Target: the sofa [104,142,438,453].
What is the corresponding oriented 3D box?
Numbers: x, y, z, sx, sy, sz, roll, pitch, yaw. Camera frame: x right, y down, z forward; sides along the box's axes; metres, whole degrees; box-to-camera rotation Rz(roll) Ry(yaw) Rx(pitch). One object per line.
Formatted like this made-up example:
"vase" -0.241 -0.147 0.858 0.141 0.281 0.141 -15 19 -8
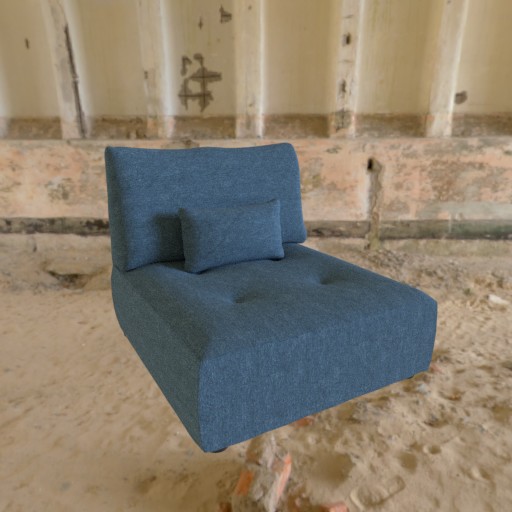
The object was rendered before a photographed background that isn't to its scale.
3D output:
"sofa" 0.000 0.000 1.730 0.930 0.820 1.000 -9 19 -29
